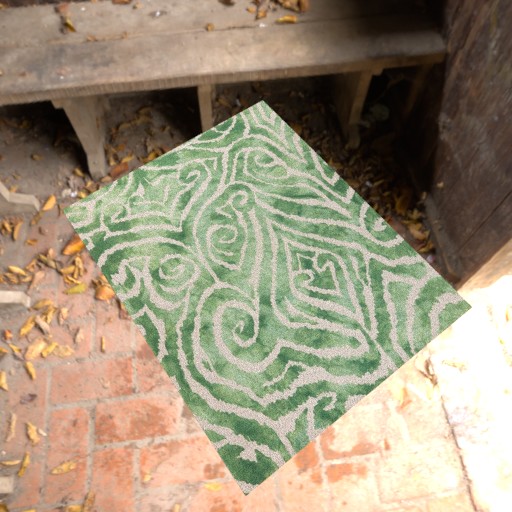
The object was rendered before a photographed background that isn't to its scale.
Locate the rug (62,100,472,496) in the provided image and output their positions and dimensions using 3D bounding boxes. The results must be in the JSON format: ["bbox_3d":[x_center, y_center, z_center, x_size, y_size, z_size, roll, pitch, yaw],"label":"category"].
[{"bbox_3d":[0.000,0.000,4.084,2.436,0.007,3.045,-33,68,-16],"label":"rug"}]
